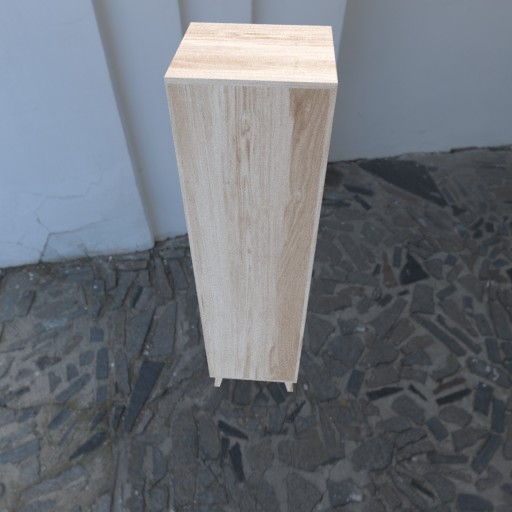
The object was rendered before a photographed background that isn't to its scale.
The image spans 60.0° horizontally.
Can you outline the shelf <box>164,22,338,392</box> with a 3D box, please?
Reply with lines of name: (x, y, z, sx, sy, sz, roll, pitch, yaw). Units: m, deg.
shelf: (0.000, 0.000, 2.158, 0.510, 1.960, 0.450, 3, 47, 3)
